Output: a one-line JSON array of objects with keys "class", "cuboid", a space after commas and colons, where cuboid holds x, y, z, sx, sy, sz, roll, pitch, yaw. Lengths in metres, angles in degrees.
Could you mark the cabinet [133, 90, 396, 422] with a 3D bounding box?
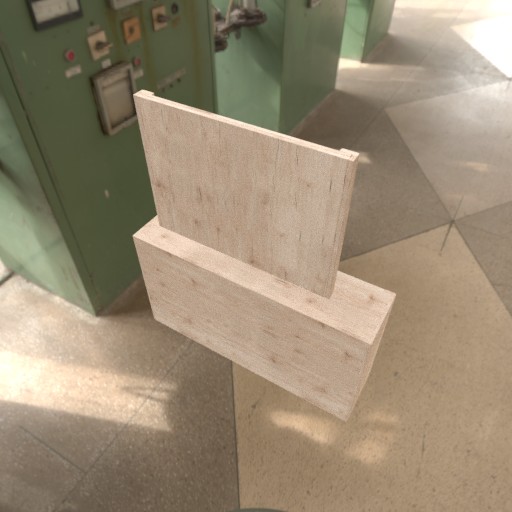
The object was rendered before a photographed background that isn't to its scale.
[{"class": "cabinet", "cuboid": [0.000, 0.000, 2.774, 1.700, 1.981, 0.420, 23, 49, 22]}]
